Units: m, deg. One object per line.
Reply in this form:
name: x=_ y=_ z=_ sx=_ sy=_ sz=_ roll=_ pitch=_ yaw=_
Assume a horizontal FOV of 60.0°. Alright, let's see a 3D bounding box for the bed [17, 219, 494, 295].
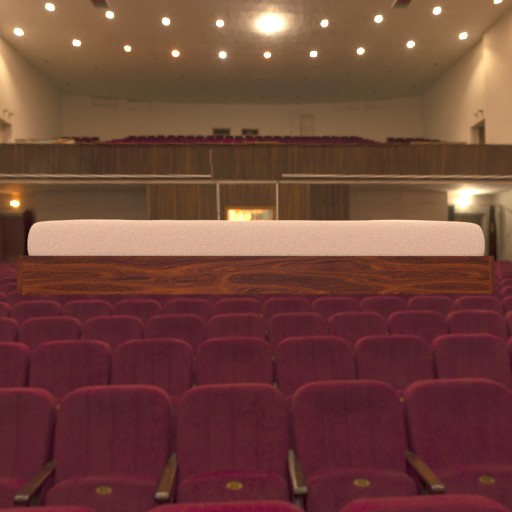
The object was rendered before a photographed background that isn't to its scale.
bed: x=0.000 y=0.000 z=2.198 sx=1.860 sy=0.312 sz=0.940 roll=0 pitch=-1 yaw=-2
